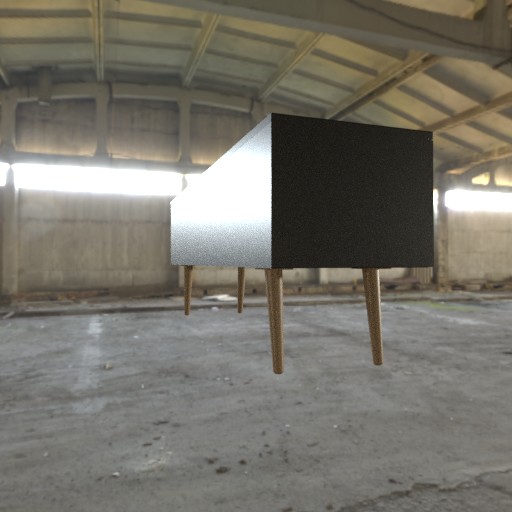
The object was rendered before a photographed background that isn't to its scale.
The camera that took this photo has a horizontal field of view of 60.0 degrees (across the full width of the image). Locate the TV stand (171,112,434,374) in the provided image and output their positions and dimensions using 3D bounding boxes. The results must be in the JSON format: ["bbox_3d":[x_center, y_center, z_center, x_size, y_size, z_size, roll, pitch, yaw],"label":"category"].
[{"bbox_3d":[0.000,0.000,1.509,0.390,0.518,1.312,0,-1,-19],"label":"TV stand"}]
